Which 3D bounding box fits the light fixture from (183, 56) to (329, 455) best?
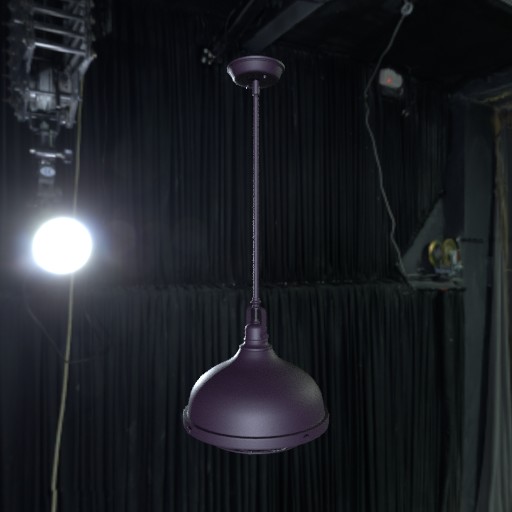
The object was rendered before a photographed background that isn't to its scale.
[{"bbox_3d":[0.000,0.000,1.004,0.341,0.849,0.341,0,0,-36],"label":"light fixture"}]
